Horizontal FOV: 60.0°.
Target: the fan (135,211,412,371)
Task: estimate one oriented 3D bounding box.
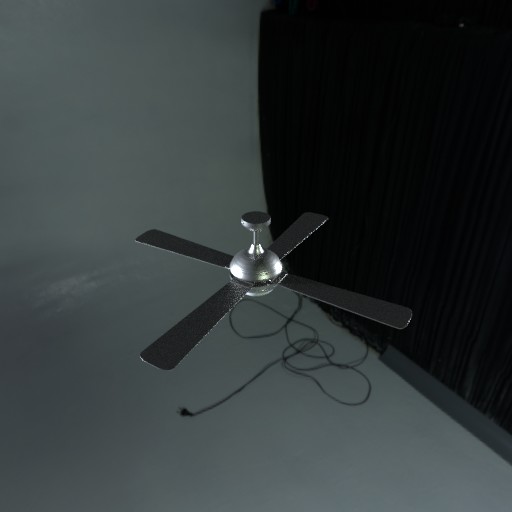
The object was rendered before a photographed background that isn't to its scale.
[{"bbox_3d":[0.000,0.000,1.975,1.321,0.381,1.321,-22,37,-32],"label":"fan"}]
